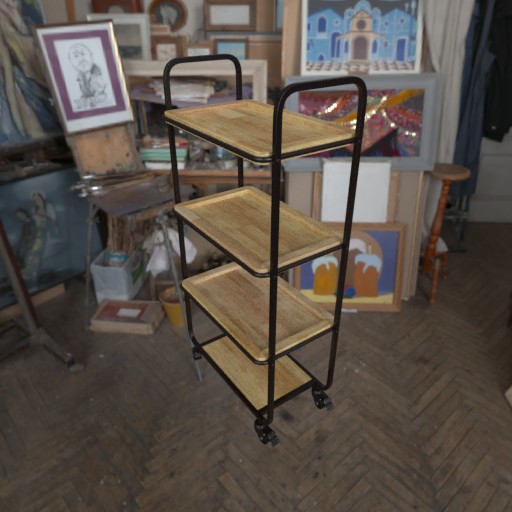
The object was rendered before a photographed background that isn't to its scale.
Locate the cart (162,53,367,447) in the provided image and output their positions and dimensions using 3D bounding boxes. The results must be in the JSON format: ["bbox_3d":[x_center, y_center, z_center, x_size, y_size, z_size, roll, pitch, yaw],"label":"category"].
[{"bbox_3d":[0.000,0.000,1.359,0.321,1.080,0.545,-20,36,-30],"label":"cart"}]
